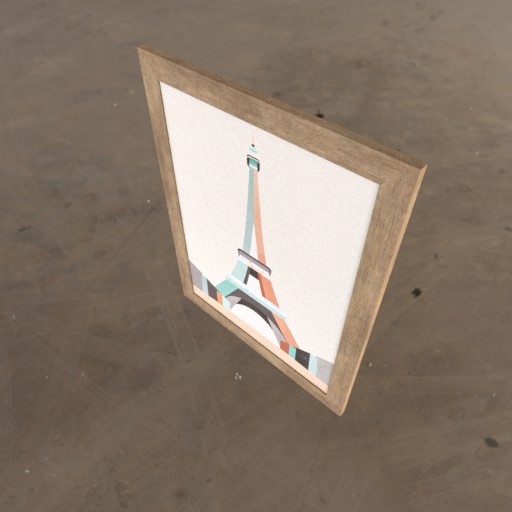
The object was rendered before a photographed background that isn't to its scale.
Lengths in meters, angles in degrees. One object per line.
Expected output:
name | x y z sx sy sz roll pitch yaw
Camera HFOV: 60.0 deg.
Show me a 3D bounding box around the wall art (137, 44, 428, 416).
wall art | 0.000 0.000 0.895 0.534 0.686 0.018 33 55 27
